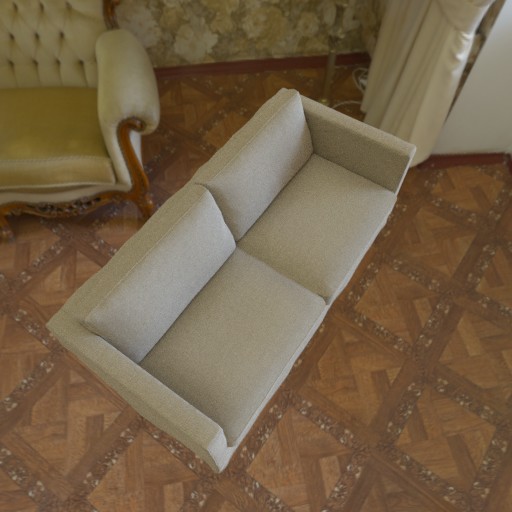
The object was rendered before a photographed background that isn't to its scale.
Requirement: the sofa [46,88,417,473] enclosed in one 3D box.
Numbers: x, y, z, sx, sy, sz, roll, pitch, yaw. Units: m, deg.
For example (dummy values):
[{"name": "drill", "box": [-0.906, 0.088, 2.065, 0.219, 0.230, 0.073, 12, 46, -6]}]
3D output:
[{"name": "sofa", "box": [0.000, 0.000, 2.481, 0.956, 0.847, 1.987, 31, 63, 17]}]
